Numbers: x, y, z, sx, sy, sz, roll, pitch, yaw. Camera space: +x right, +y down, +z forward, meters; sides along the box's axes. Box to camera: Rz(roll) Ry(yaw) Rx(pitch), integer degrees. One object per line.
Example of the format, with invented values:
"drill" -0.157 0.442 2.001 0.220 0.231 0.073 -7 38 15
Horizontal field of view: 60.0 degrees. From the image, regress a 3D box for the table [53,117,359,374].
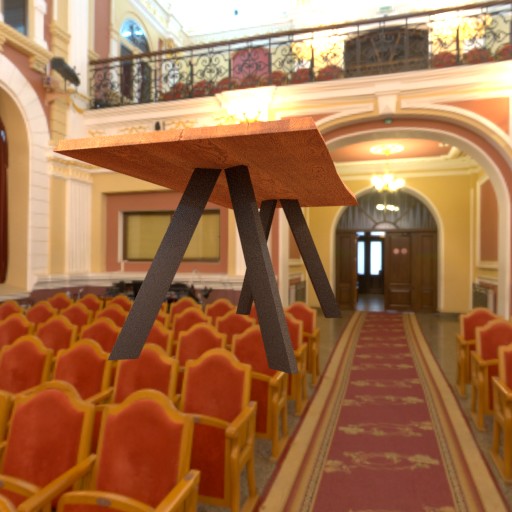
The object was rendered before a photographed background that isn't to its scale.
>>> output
"table" 0.000 0.000 2.226 0.900 0.770 1.800 0 -1 17
